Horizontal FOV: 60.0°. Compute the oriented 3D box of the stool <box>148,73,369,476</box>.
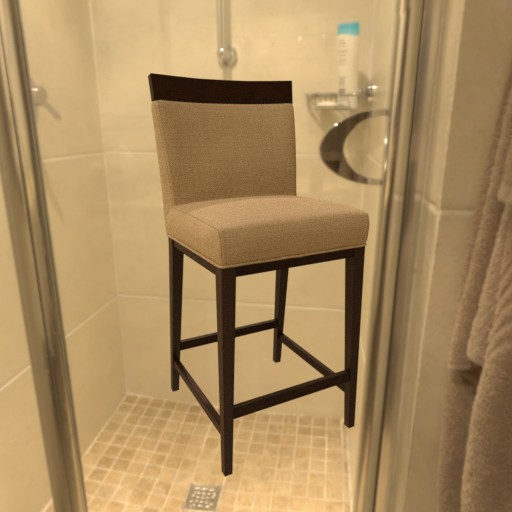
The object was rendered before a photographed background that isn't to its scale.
[{"bbox_3d":[0.000,0.000,1.438,0.511,1.117,0.531,-9,18,-27],"label":"stool"}]
